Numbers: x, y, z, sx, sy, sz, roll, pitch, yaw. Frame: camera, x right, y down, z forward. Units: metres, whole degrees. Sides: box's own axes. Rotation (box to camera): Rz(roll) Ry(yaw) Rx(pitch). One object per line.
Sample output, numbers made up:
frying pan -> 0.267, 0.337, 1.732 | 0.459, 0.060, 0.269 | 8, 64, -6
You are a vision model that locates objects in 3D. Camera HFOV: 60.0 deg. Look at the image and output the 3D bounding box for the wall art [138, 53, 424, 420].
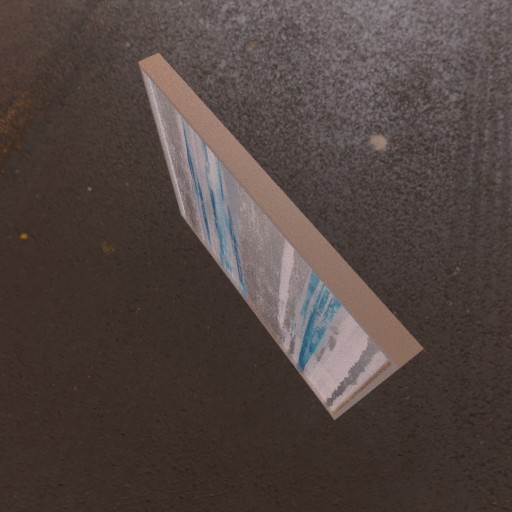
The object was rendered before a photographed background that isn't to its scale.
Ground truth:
wall art -> 0.000, 0.000, 1.423 | 0.066, 0.801, 1.056 | -32, 67, -15
